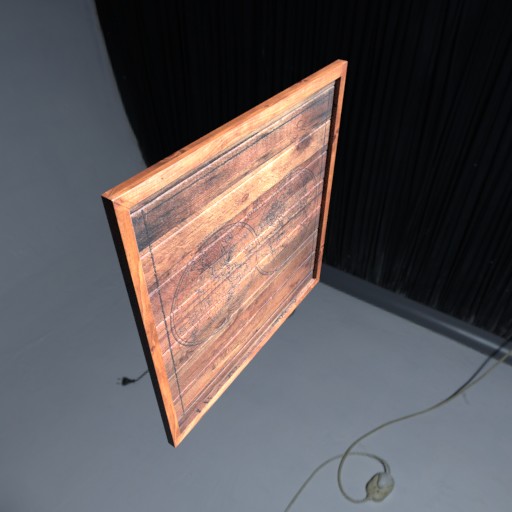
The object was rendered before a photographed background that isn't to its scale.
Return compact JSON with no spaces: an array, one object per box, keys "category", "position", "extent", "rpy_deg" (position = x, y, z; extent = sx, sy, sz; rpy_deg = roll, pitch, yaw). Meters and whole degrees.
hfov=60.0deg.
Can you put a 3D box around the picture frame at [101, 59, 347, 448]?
[{"category":"picture frame","position":[0.000,0.000,1.208],"extent":[0.029,0.817,0.810],"rpy_deg":[25,47,26]}]
